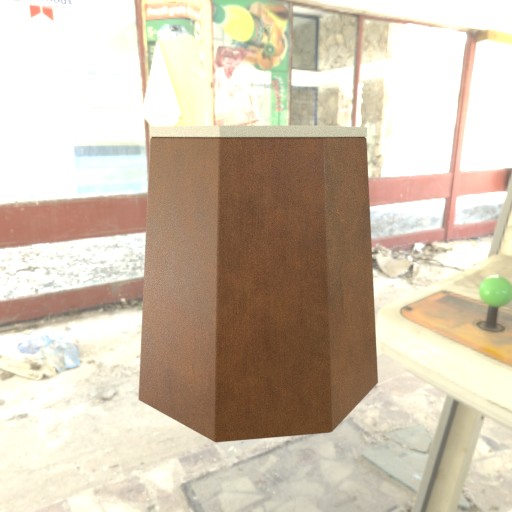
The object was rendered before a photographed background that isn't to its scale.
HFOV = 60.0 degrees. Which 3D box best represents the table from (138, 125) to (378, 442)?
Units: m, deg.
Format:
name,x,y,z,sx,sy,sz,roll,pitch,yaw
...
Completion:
name,x,y,z,sx,sy,sz,roll,pitch,yaw
table,0.000,0.000,0.820,0.439,0.457,0.439,-2,15,-9
